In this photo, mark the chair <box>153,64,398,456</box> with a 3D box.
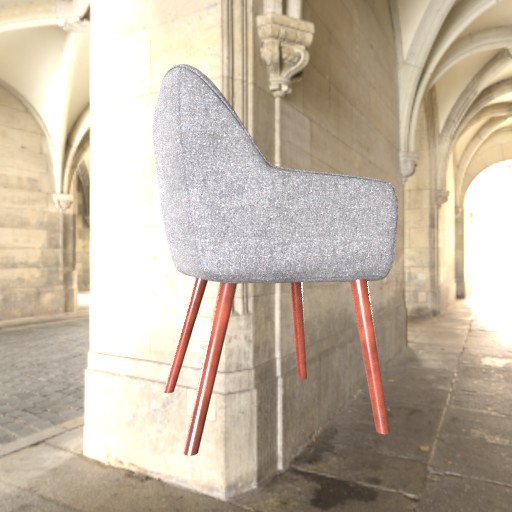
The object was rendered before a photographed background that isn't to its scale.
[{"bbox_3d":[0.000,0.000,1.169,0.519,0.803,0.543,0,0,-17],"label":"chair"}]
